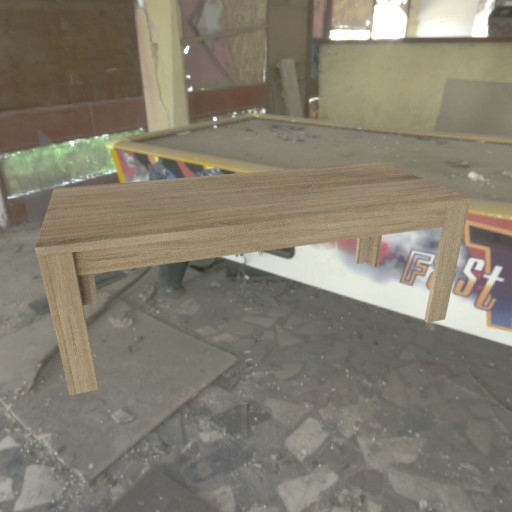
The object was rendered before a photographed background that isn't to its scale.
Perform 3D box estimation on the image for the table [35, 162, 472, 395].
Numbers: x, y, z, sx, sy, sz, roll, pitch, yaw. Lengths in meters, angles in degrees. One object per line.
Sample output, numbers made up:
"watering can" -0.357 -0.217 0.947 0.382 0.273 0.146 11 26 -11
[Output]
"table" 0.000 0.000 2.684 2.200 0.790 0.900 -8 26 -16
